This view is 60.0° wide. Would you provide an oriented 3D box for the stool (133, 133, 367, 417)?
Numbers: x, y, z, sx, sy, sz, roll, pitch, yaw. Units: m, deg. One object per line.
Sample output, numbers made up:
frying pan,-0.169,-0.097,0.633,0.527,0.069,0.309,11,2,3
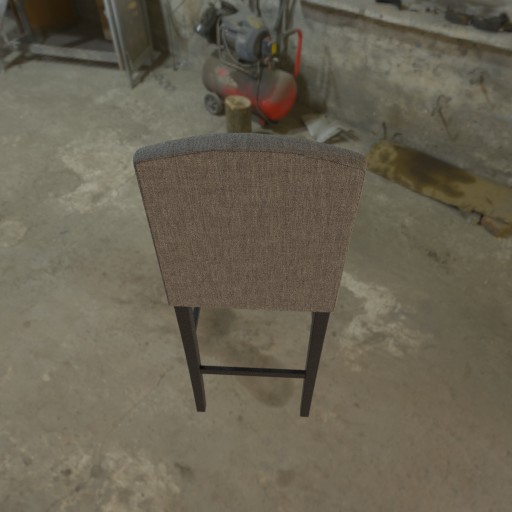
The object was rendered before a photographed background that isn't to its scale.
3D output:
stool,0.000,0.000,1.389,0.451,1.138,0.552,2,46,2
